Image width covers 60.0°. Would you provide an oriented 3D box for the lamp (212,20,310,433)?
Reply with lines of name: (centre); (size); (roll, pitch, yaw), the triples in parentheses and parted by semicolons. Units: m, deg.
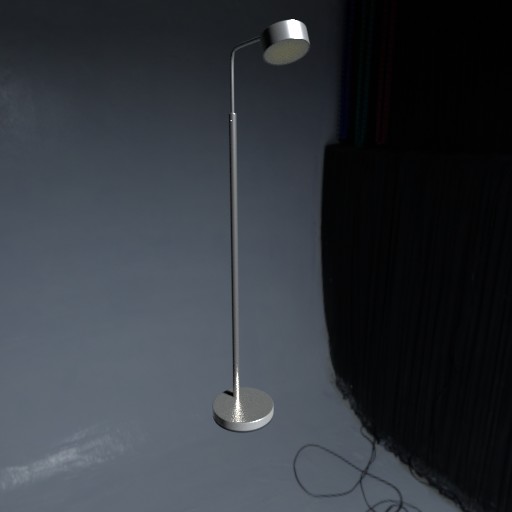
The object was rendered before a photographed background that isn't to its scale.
lamp: (0.000, 0.000, 1.378); (0.222, 1.250, 0.421); (-8, 18, -27)
